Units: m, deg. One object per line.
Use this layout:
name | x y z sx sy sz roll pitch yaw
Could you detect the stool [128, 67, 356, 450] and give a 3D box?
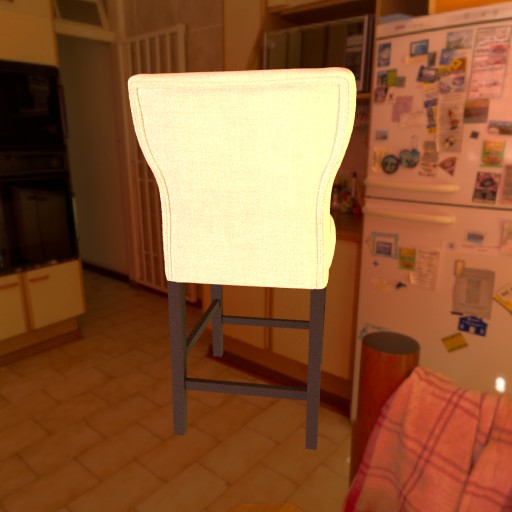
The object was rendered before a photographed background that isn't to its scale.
stool | 0.000 0.000 1.332 0.514 0.972 0.603 2 15 9
